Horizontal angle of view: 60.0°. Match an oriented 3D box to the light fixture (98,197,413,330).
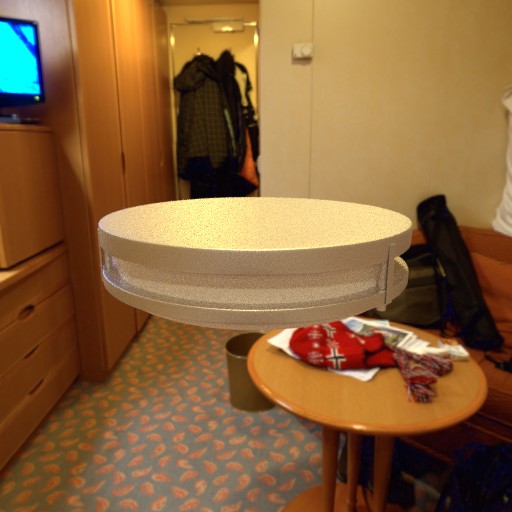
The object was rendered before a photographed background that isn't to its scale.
[{"bbox_3d":[0.000,0.000,0.540,0.356,0.102,0.356,0,14,0],"label":"light fixture"}]
